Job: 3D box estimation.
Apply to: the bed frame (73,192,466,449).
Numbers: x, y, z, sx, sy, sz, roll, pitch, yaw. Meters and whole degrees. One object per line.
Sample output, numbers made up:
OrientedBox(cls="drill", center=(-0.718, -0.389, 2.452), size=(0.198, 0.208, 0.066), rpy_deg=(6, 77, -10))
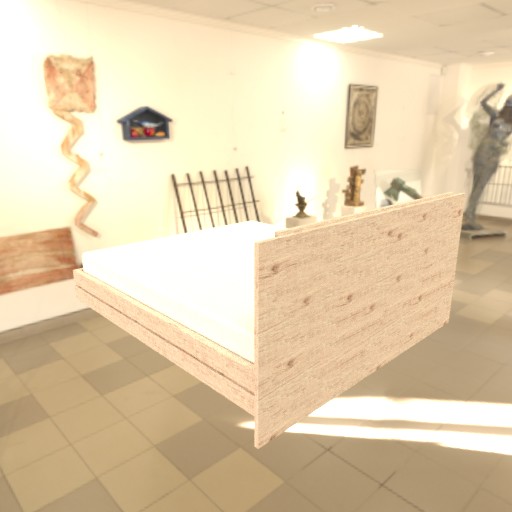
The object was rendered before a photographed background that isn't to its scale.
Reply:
OrientedBox(cls="bed frame", center=(0.000, 0.000, 3.218), size=(1.950, 0.970, 2.080), rpy_deg=(-15, 22, -41))
